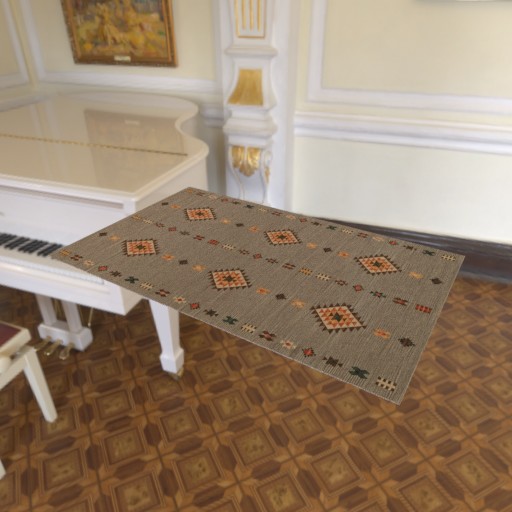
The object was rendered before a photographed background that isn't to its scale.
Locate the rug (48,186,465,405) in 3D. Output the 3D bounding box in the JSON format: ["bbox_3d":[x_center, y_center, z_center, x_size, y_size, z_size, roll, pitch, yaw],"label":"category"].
[{"bbox_3d":[0.000,0.000,3.039,2.427,0.007,1.515,18,35,27],"label":"rug"}]
